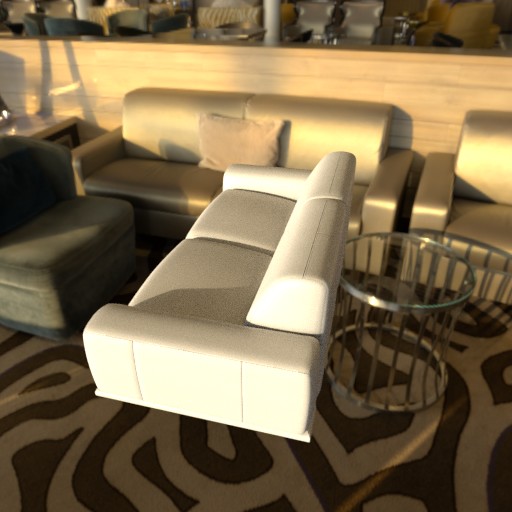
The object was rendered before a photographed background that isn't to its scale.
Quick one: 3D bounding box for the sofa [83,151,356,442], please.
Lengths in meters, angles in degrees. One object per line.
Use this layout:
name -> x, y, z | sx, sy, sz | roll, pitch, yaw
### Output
sofa -> 0.000, 0.000, 2.387 | 0.900, 0.772, 1.901 | 8, 32, 12
